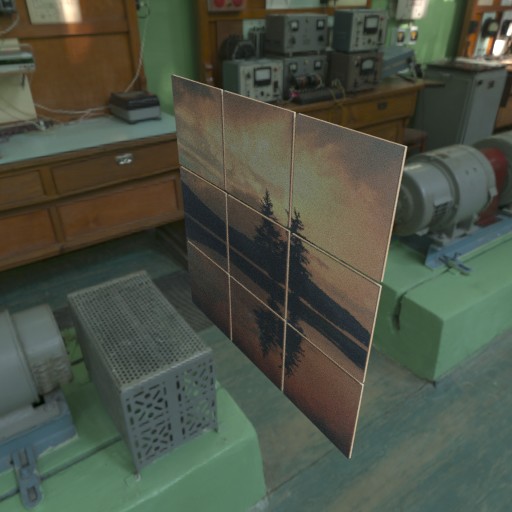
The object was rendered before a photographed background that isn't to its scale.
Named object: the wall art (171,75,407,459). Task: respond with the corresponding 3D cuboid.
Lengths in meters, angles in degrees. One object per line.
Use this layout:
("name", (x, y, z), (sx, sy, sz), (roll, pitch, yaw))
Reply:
("wall art", (0.000, 0.000, 1.798), (0.013, 1.218, 1.216), (-21, 37, -30))
